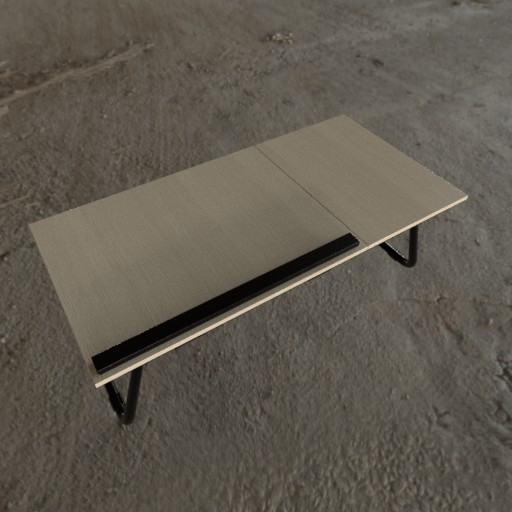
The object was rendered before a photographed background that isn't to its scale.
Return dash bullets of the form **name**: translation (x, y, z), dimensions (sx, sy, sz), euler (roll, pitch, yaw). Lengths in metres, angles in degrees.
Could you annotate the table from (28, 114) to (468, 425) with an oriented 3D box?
- **table**: translation (0.000, 0.000, 0.798), dimensions (0.644, 0.242, 0.322), euler (-25, 51, -22)
